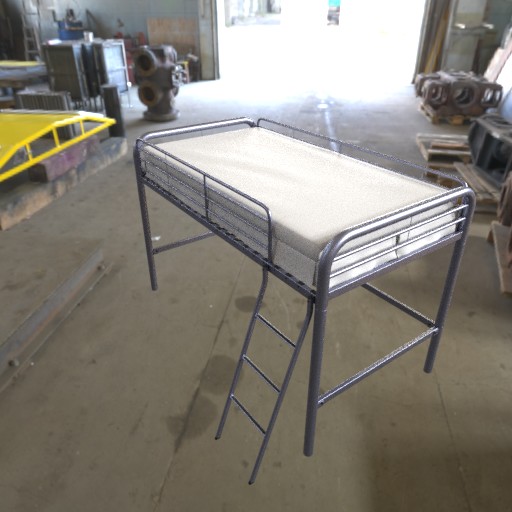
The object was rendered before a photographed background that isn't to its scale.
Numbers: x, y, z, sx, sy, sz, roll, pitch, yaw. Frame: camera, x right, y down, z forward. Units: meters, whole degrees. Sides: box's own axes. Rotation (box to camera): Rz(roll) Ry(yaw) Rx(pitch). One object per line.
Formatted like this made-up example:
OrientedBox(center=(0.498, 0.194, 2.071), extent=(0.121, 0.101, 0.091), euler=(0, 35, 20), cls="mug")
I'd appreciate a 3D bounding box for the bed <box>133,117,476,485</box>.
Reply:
OrientedBox(center=(0.000, 0.000, 2.886), extent=(1.415, 1.288, 1.965), euler=(-20, 35, -31), cls="bed")
